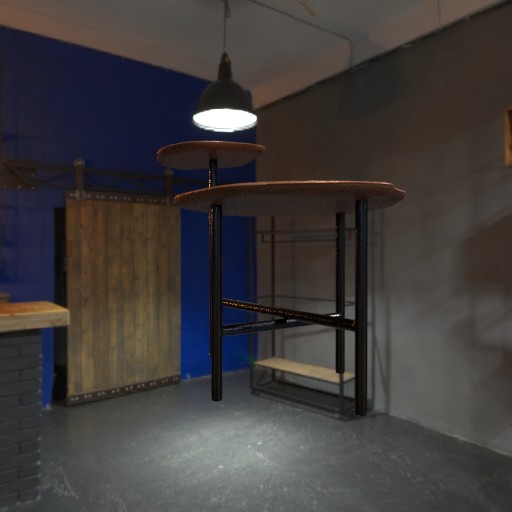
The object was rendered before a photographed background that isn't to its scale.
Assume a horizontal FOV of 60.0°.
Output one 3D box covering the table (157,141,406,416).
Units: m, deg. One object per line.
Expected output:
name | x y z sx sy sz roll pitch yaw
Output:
table | 0.000 0.000 1.013 0.442 0.538 0.759 0 1 -34
